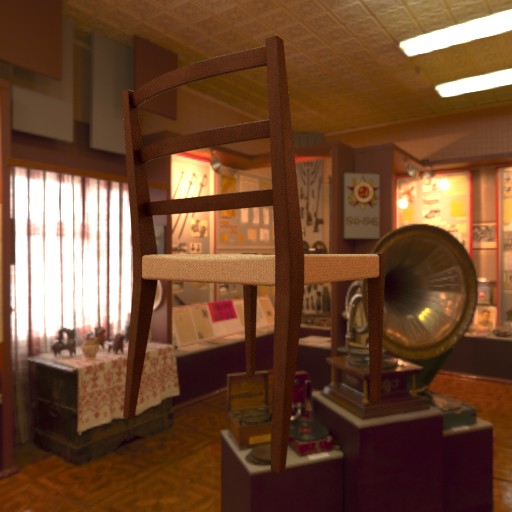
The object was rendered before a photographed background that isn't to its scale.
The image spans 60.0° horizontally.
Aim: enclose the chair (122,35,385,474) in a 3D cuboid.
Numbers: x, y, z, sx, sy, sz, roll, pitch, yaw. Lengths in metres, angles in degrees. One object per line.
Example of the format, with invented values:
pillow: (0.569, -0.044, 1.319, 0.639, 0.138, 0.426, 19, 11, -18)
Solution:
chair: (0.000, 0.000, 1.148, 0.480, 0.813, 0.551, 0, 0, 37)
